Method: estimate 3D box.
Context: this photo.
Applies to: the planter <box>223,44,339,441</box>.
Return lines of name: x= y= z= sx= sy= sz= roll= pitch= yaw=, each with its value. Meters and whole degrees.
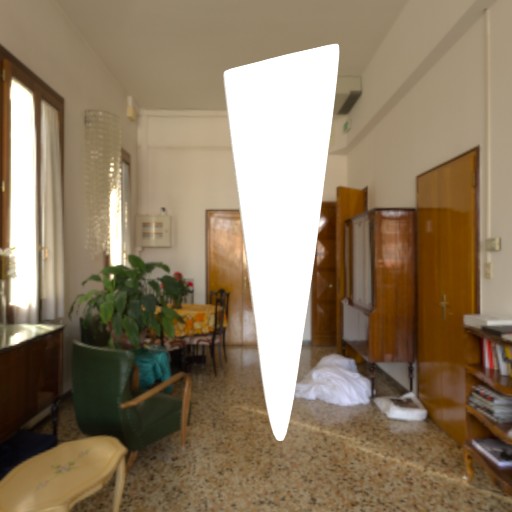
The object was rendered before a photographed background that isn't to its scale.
planter: x=0.000 y=0.000 z=0.391 sx=0.065 sy=0.338 sz=0.143 roll=0 pitch=0 yaw=-36
